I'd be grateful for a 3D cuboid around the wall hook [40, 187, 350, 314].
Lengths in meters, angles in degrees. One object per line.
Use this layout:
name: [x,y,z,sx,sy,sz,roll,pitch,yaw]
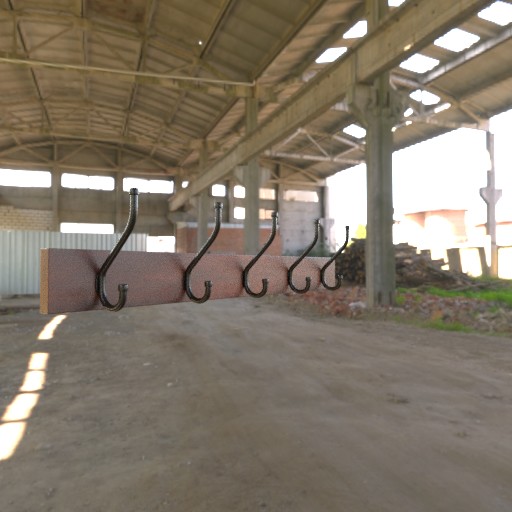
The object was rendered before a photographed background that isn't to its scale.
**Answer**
wall hook: [0.000,0.000,0.616,0.071,0.117,0.571,-1,-2,36]
